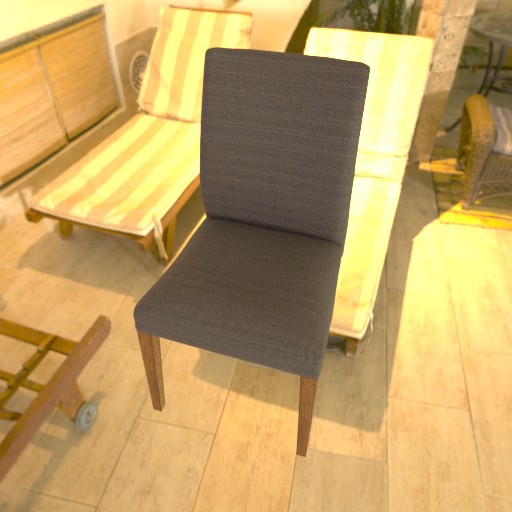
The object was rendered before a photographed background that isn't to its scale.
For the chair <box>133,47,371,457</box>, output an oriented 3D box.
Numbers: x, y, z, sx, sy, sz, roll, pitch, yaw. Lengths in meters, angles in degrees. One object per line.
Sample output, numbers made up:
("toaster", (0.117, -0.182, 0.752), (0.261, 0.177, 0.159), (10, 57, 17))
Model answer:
("chair", (0.000, 0.000, 1.250), (0.496, 0.940, 0.585), (12, 43, 13))
